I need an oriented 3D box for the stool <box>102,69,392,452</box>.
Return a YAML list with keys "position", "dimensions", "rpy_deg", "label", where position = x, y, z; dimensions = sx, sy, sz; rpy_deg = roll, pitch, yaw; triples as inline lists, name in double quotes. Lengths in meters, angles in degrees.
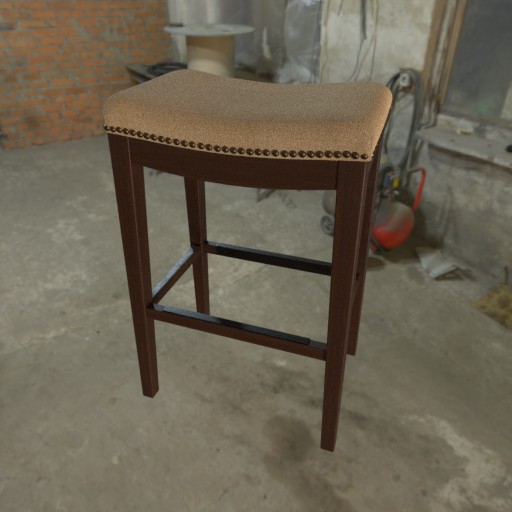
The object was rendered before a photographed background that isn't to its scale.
- position: [0.000, 0.000, 1.048]
  dimensions: [0.509, 0.768, 0.363]
  rpy_deg: [10, 33, 16]
  label: "stool"
